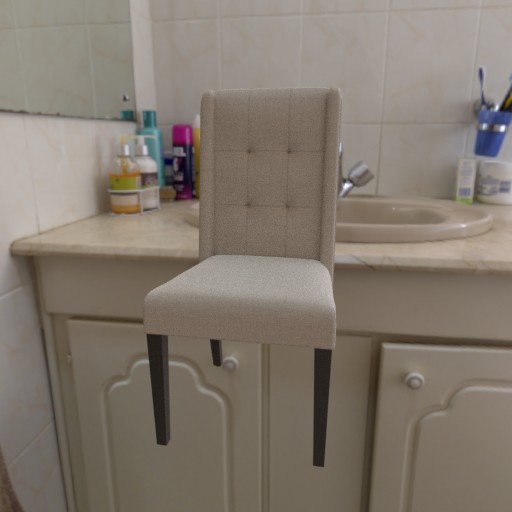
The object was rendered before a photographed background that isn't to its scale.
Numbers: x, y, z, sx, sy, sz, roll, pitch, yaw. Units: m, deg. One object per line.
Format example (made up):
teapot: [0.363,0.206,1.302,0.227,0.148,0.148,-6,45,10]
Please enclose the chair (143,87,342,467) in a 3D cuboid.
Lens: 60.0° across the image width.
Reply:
chair: [0.000,0.000,1.275,0.474,0.961,0.523,3,15,11]
